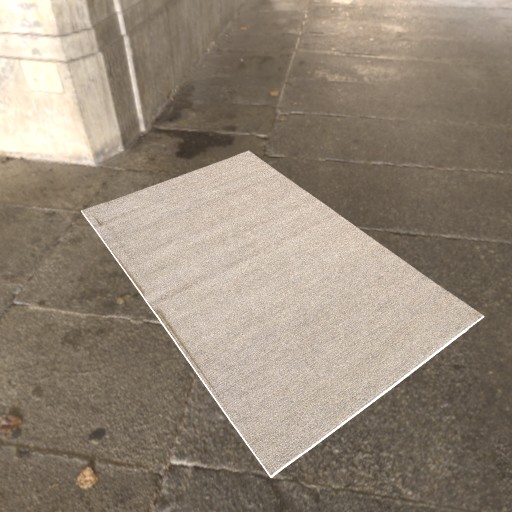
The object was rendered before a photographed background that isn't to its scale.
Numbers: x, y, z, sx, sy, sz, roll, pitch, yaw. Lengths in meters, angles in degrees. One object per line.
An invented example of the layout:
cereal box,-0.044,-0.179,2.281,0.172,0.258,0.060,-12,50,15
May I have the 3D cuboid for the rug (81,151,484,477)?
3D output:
rug,0.000,0.000,2.244,1.179,0.022,1.820,-25,48,-25
